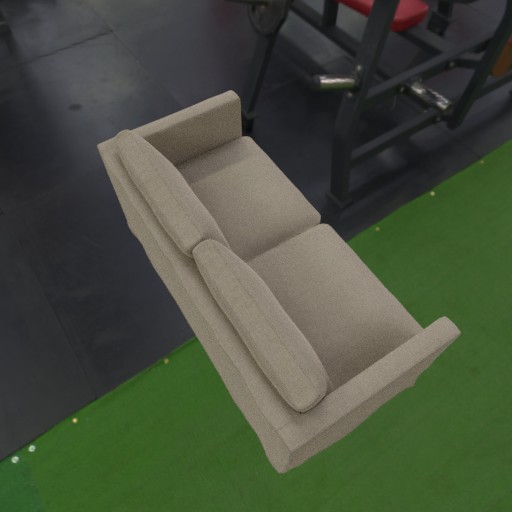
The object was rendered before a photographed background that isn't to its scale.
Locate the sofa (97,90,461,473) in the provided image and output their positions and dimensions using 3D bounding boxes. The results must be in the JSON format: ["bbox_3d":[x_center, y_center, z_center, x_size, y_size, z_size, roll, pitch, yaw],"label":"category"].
[{"bbox_3d":[0.000,0.000,2.480,0.956,0.847,1.987,-28,62,-17],"label":"sofa"}]
